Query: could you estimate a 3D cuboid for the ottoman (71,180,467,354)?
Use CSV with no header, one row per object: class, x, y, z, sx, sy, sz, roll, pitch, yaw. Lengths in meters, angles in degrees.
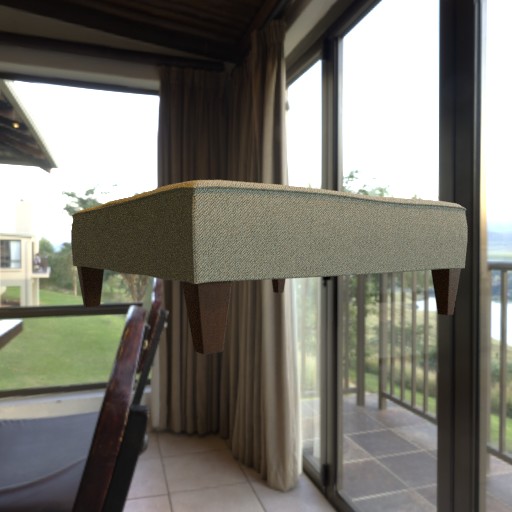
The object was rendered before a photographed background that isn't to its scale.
ottoman,0.000,0.000,1.536,1.004,0.379,0.968,-1,1,-36
